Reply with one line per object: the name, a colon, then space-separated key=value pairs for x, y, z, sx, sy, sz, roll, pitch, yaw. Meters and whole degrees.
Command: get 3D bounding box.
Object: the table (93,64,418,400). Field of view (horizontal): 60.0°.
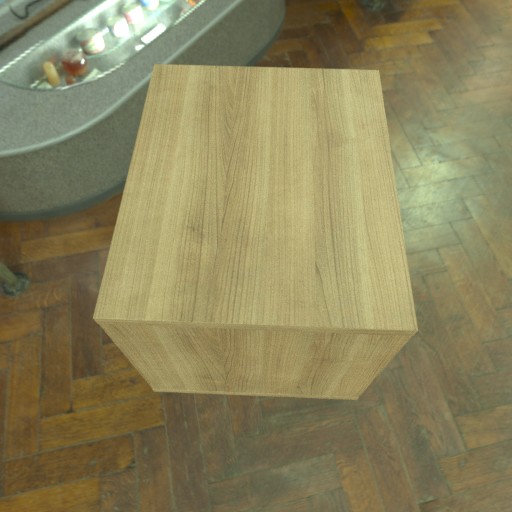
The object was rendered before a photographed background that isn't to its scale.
table: x=0.000 y=0.000 z=0.808 sx=0.380 sy=0.460 sz=0.445 roll=2 pitch=60 yaw=1
